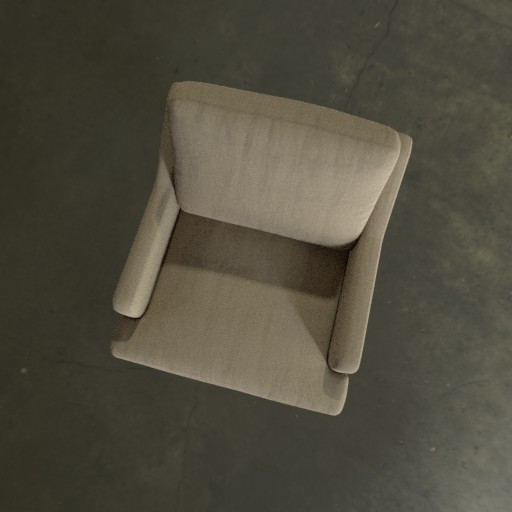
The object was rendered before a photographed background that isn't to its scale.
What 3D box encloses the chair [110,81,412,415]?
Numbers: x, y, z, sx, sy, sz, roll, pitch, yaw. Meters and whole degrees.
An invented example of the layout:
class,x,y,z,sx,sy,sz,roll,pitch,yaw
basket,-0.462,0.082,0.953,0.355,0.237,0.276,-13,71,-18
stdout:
class,x,y,z,sx,sy,sz,roll,pitch,yaw
chair,0.000,0.000,1.698,0.912,0.916,1.001,14,76,3
